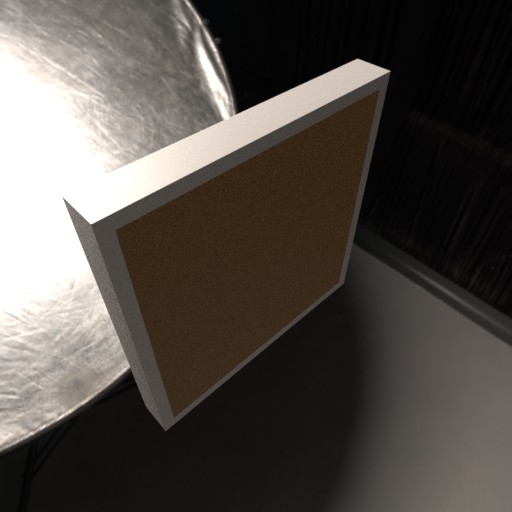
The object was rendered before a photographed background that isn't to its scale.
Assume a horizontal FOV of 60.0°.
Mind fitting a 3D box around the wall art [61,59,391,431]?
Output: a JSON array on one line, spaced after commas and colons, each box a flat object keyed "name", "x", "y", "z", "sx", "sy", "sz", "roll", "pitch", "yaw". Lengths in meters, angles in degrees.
[{"name": "wall art", "x": 0.000, "y": 0.000, "z": 0.453, "sx": 0.305, "sy": 0.302, "sz": 0.038, "roll": -34, "pitch": 55, "yaw": -28}]
